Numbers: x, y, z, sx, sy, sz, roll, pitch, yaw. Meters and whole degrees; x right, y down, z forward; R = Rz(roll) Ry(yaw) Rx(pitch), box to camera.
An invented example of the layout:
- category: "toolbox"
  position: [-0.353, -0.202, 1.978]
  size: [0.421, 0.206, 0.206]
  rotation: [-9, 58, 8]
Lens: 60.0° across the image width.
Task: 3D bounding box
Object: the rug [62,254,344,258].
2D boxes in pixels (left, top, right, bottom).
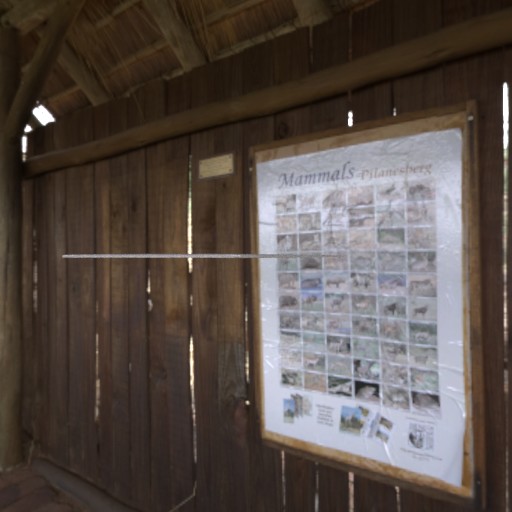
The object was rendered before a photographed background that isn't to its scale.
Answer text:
- category: "rug"
  position: [0.000, 0.000, 2.043]
  size: [0.553, 0.012, 1.827]
  rotation: [0, 0, 19]
